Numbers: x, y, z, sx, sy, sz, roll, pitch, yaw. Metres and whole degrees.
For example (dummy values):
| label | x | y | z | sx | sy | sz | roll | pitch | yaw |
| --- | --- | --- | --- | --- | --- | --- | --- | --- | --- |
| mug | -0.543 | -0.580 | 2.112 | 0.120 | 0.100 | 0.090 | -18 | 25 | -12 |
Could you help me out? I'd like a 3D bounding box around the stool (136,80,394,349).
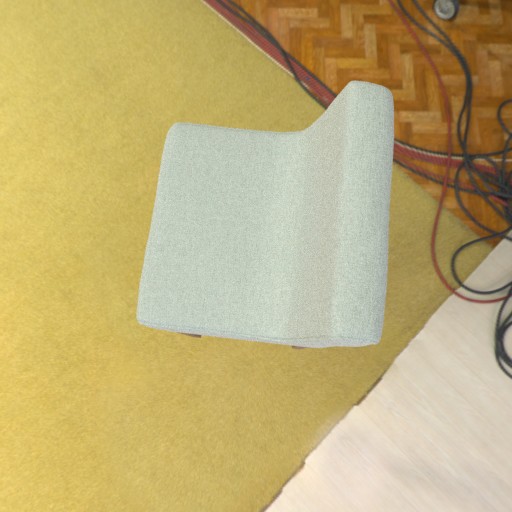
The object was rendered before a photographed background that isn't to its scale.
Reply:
| label | x | y | z | sx | sy | sz | roll | pitch | yaw |
| --- | --- | --- | --- | --- | --- | --- | --- | --- | --- |
| stool | 0.000 | 0.000 | 1.299 | 0.500 | 1.037 | 0.511 | 6 | 76 | 2 |
